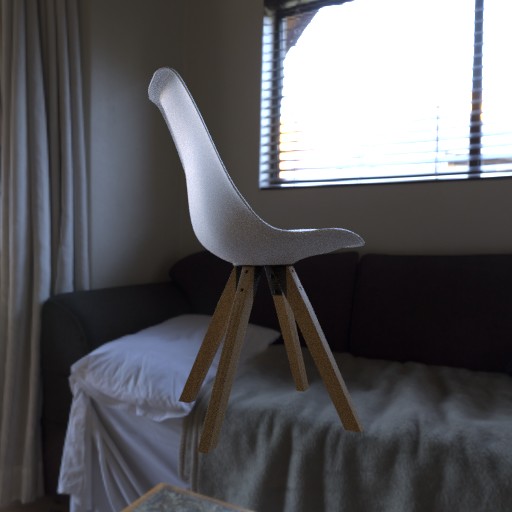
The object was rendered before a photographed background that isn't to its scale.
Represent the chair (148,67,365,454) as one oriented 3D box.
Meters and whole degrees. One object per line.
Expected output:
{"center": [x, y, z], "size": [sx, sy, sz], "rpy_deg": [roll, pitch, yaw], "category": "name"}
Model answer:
{"center": [0.000, 0.000, 1.174], "size": [0.550, 0.849, 0.485], "rpy_deg": [0, 1, -17], "category": "chair"}
